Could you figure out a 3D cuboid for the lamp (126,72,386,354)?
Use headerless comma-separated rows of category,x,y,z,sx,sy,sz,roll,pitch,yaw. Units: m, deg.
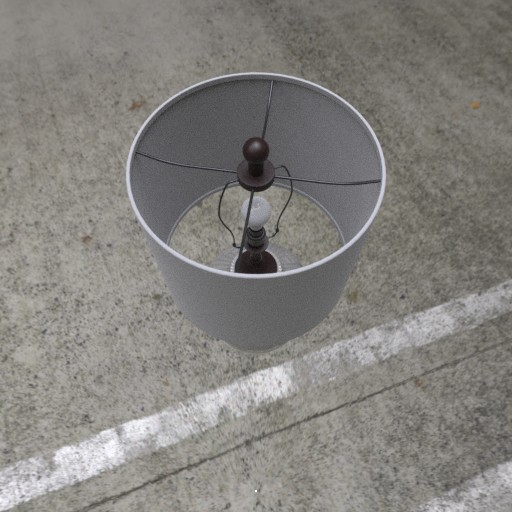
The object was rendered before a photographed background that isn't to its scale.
lamp,0.000,0.000,0.765,0.318,0.567,0.318,0,62,0
